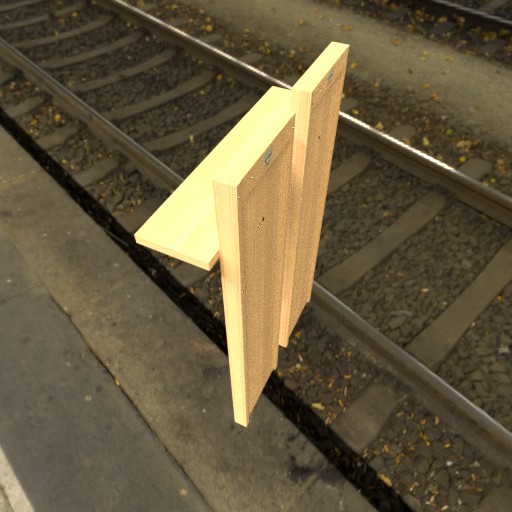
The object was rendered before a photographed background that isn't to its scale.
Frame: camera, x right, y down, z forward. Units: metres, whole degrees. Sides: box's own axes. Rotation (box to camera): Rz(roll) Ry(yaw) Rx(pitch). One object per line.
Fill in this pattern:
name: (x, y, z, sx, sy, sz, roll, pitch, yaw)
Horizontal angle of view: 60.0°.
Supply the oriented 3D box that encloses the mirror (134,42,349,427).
mirror: (0.000, 0.000, 1.576, 0.260, 1.250, 0.800, 20, 51, 17)
